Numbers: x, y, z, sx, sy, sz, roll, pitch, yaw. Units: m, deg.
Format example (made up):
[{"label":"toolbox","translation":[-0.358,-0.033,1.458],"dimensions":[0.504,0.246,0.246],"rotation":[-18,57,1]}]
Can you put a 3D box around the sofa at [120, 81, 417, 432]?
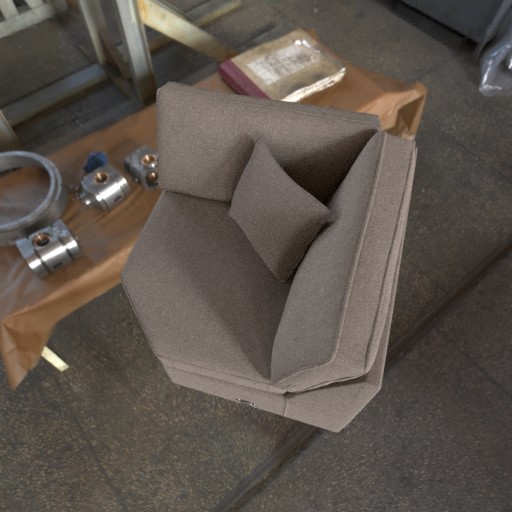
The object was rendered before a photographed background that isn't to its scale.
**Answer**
[{"label":"sofa","translation":[0.000,0.000,1.845],"dimensions":[1.050,0.951,1.042],"rotation":[15,60,9]}]
